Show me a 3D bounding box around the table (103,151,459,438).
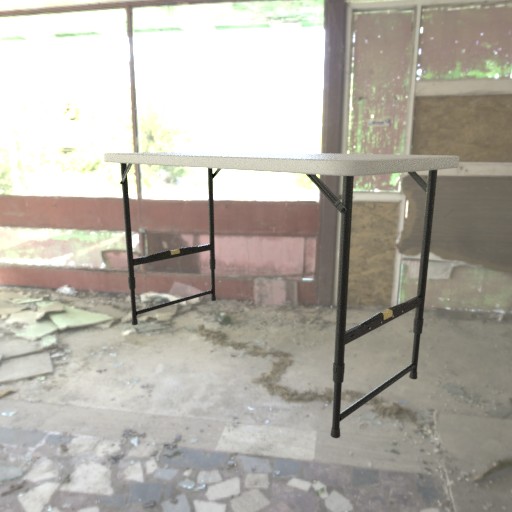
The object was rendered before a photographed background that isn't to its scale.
[{"bbox_3d":[0.000,0.000,1.645,0.610,0.737,1.219,-13,19,-43],"label":"table"}]
